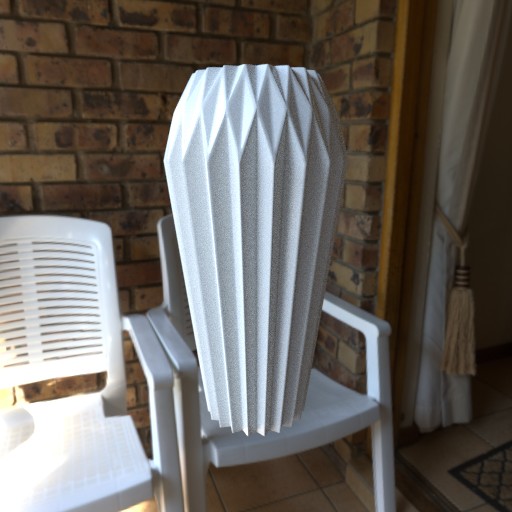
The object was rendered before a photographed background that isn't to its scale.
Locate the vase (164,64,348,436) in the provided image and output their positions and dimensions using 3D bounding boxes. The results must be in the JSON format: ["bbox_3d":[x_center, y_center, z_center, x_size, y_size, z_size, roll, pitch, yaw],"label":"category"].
[{"bbox_3d":[0.000,0.000,0.344,0.133,0.263,0.133,0,14,0],"label":"vase"}]
